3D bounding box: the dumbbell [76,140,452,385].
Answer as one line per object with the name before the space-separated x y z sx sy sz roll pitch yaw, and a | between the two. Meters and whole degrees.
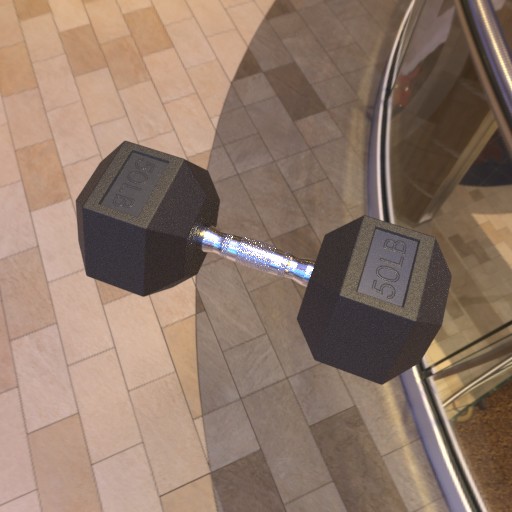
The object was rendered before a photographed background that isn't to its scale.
dumbbell | 0.000 0.000 0.486 0.384 0.150 0.173 19 66 9
